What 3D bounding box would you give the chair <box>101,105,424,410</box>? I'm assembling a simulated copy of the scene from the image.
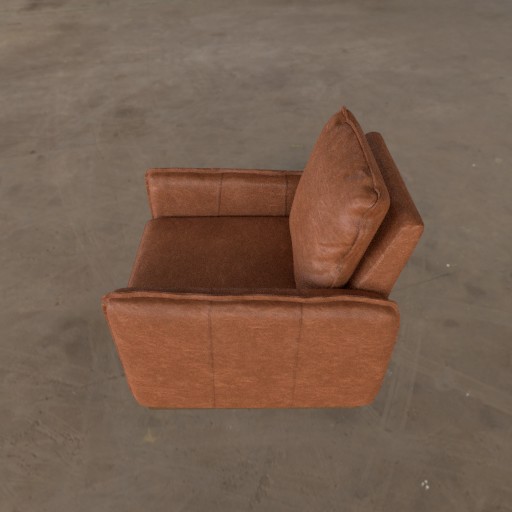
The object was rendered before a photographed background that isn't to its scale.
[{"bbox_3d":[0.000,0.000,1.639,0.922,0.922,0.830,0,41,0],"label":"chair"}]
